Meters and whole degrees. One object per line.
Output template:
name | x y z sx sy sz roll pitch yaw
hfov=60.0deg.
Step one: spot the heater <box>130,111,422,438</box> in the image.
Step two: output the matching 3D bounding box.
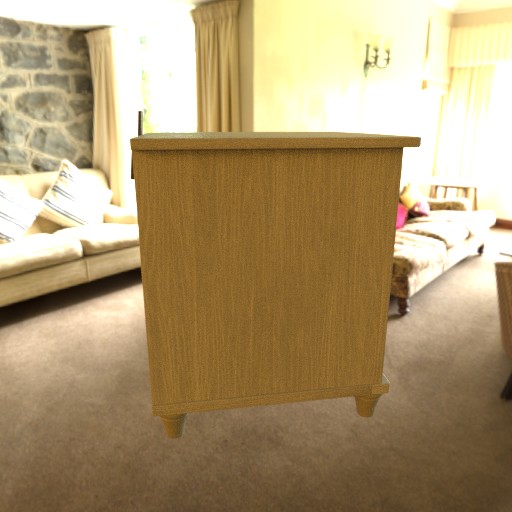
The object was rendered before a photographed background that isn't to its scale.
heater | 0.000 0.000 0.775 0.400 0.481 0.362 -3 17 -9
